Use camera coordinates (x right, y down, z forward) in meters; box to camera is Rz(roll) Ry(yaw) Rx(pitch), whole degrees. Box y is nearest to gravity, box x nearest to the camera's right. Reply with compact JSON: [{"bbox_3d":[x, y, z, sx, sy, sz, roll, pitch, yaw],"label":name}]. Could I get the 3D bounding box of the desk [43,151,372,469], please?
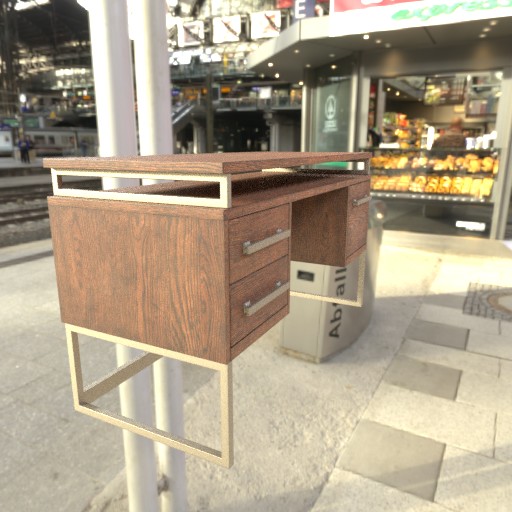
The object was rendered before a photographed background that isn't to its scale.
[{"bbox_3d":[0.000,0.000,1.779,0.610,0.792,1.384,7,16,27],"label":"desk"}]
